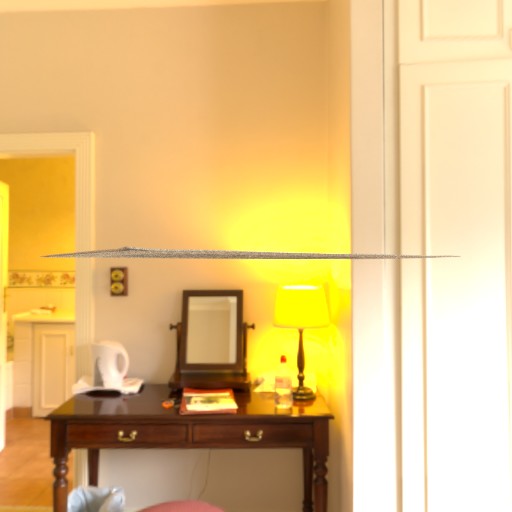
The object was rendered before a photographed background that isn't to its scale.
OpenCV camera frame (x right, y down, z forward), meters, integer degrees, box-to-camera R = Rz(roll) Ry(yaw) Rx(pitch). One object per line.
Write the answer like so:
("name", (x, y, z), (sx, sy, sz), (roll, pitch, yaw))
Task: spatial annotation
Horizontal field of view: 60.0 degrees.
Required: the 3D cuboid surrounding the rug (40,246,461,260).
("rug", (0.000, 0.000, 2.287), (1.828, 0.019, 1.209), (1, -2, -37))
